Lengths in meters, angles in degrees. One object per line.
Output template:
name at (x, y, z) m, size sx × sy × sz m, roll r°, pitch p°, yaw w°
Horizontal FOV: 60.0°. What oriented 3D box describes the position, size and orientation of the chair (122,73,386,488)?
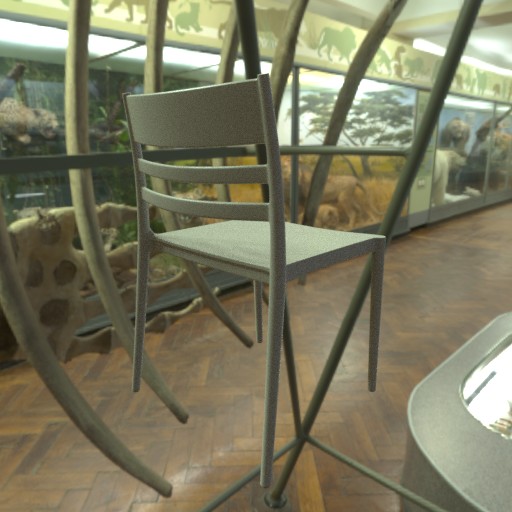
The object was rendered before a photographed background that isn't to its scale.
chair at (0.000, 0.000, 1.145) m, size 0.531 × 0.800 × 0.511 m, roll 14°, pitch 20°, yaw 43°
